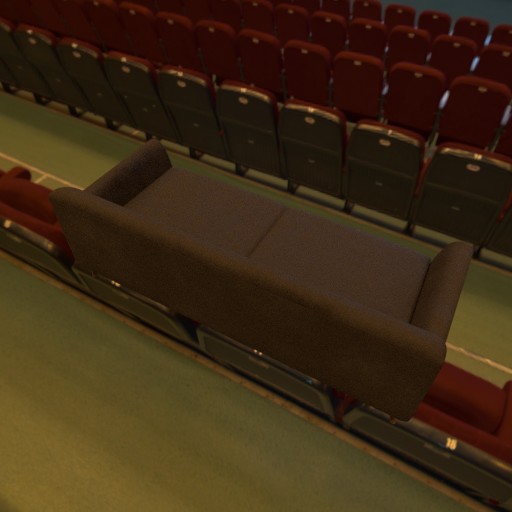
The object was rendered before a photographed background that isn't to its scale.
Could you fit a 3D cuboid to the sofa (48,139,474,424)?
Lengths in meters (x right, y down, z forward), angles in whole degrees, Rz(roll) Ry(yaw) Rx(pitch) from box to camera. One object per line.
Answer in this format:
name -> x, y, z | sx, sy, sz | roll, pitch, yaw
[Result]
sofa -> 0.000, 0.000, 2.619 | 2.190, 0.740, 0.900 | 22, 50, 20
